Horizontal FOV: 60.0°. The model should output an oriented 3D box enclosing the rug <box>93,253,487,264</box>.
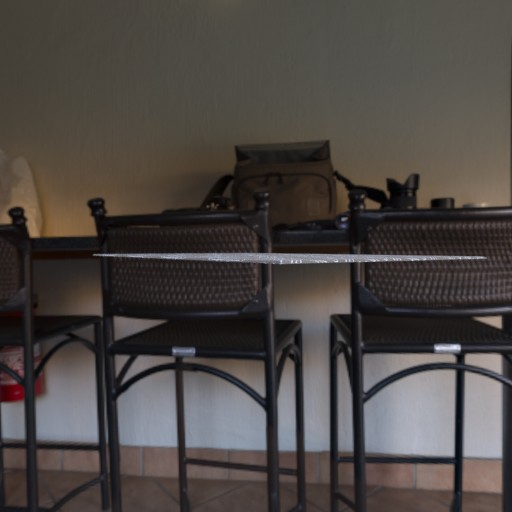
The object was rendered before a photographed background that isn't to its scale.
[{"bbox_3d":[0.000,0.000,3.113,1.541,0.012,2.457,-1,1,-36],"label":"rug"}]
